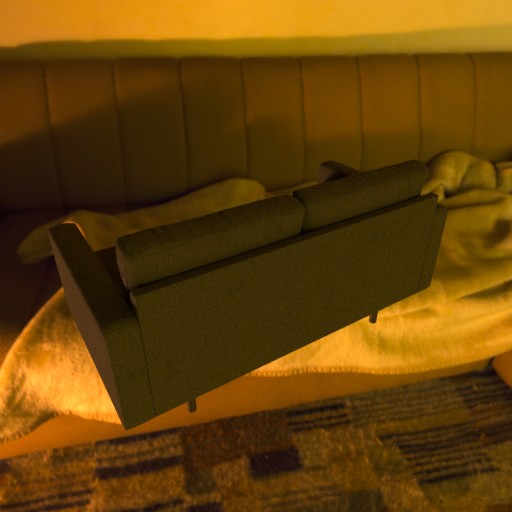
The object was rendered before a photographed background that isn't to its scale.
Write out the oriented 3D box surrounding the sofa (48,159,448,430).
[{"bbox_3d":[0.000,0.000,2.229,1.730,0.897,0.889,-18,36,-28],"label":"sofa"}]
